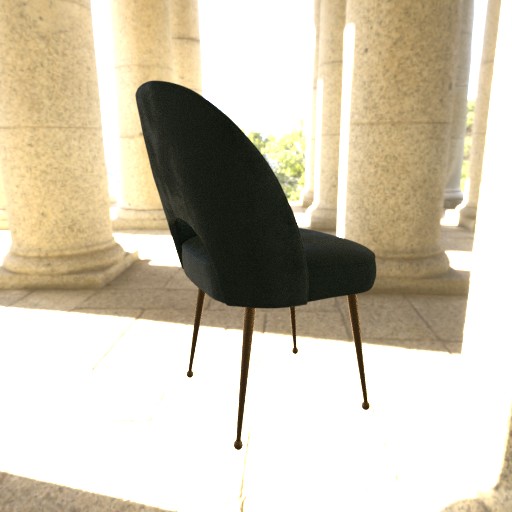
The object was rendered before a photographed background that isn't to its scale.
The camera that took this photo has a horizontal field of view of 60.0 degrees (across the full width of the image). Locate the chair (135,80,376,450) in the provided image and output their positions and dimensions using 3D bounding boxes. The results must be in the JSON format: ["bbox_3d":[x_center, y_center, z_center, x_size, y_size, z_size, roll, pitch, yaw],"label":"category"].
[{"bbox_3d":[0.000,0.000,1.222,0.577,0.860,0.527,-6,15,-25],"label":"chair"}]
